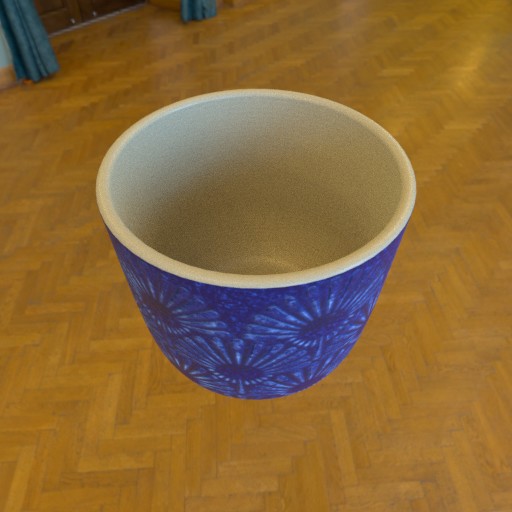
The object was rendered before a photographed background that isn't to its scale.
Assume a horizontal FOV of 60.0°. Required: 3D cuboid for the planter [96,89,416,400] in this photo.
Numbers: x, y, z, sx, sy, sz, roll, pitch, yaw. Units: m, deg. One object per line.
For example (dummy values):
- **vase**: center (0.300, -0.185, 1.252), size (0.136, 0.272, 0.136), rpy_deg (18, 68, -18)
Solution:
- **planter**: center (0.000, 0.000, 0.215), size (0.124, 0.109, 0.124), rpy_deg (0, 48, 0)
